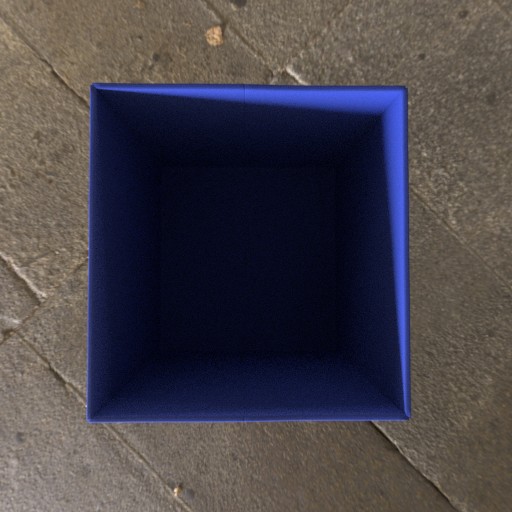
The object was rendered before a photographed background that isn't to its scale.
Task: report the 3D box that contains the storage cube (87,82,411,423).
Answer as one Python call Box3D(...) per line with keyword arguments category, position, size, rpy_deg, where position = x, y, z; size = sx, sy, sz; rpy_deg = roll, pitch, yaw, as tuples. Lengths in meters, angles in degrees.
Box3D(category="storage cube", position=(0.000, 0.000, 0.486), size=(0.270, 0.280, 0.270), rpy_deg=(0, 88, -1))
